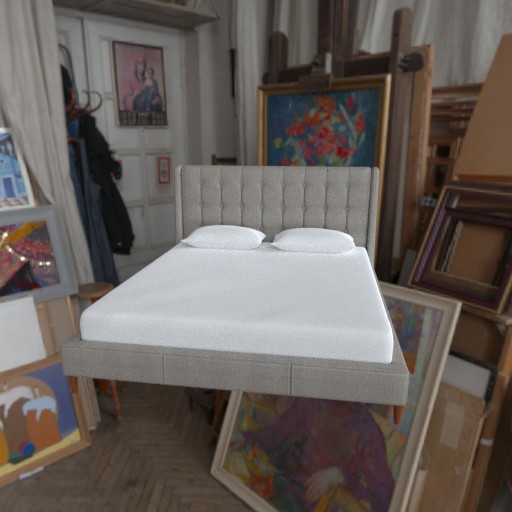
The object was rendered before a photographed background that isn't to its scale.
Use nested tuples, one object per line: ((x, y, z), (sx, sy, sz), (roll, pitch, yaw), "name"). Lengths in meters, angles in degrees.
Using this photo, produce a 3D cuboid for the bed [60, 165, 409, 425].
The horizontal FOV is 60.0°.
((0.000, 0.000, 3.574), (2.062, 1.289, 2.342), (2, 15, 9), "bed")
